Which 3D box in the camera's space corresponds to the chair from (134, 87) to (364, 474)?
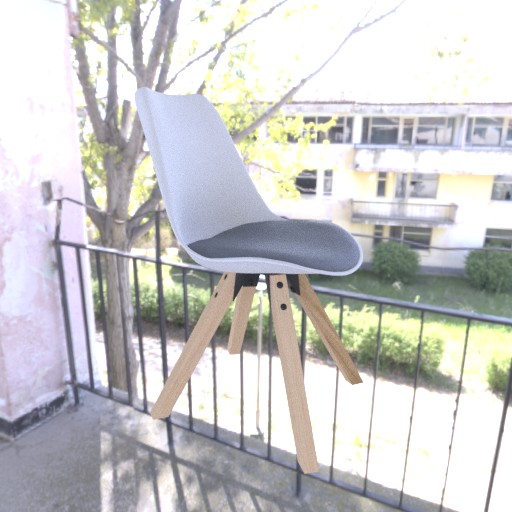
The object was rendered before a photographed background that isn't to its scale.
[{"bbox_3d":[0.000,0.000,1.183,0.550,0.850,0.485,8,17,26],"label":"chair"}]
